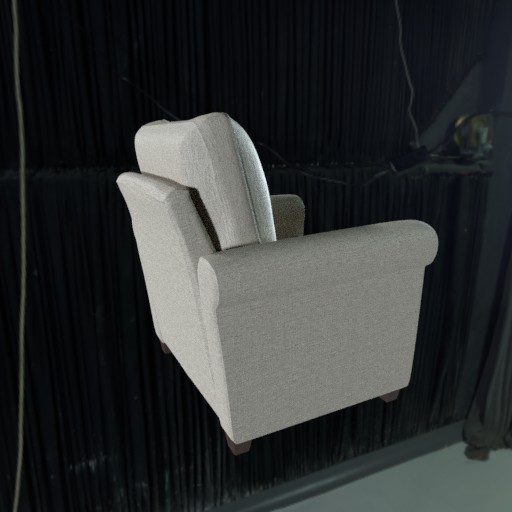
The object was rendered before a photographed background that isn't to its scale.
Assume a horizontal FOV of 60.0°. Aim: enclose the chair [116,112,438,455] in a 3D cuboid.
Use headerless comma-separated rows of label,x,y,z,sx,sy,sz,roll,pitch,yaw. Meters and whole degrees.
chair,0.000,0.000,2.264,1.180,1.349,1.275,-8,17,-26
